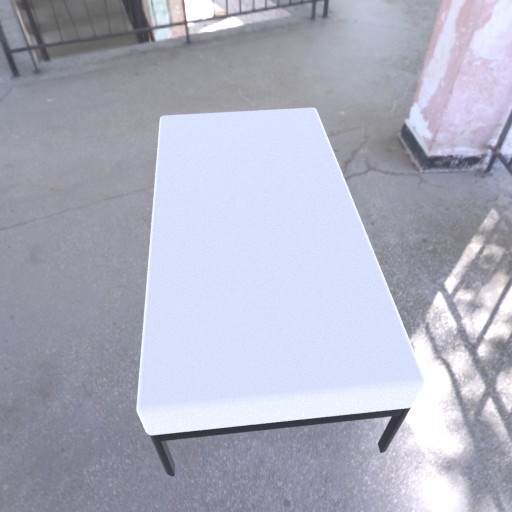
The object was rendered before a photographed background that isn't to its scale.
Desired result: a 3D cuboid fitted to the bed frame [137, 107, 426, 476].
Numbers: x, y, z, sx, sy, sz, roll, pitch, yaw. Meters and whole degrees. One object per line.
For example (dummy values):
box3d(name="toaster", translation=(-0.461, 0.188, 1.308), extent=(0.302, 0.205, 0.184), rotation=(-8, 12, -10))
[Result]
box3d(name="bed frame", translation=(0.000, 0.000, 2.395), extent=(1.023, 0.659, 1.950), rotation=(-4, 47, -4))
